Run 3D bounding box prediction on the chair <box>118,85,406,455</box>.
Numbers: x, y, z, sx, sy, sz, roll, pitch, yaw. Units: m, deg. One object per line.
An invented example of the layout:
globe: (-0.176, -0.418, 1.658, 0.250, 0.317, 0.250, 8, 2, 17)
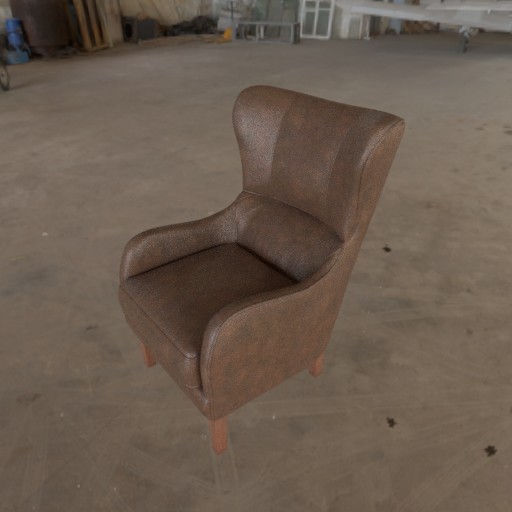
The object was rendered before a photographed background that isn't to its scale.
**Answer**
chair: (0.000, 0.000, 1.627, 0.914, 1.048, 0.692, -22, 38, -32)
